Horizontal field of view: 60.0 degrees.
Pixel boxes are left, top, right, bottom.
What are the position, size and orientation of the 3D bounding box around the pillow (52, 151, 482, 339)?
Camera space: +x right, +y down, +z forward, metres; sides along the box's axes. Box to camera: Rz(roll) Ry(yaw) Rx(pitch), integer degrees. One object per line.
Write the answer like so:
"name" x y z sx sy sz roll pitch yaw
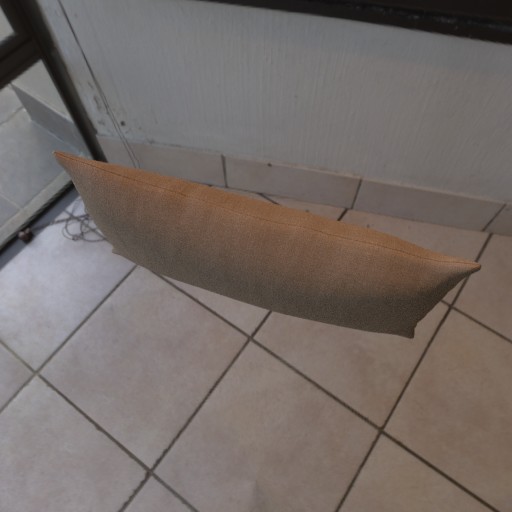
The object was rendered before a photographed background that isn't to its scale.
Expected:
"pillow" 0.000 0.000 0.726 0.612 0.308 0.148 15 64 8
